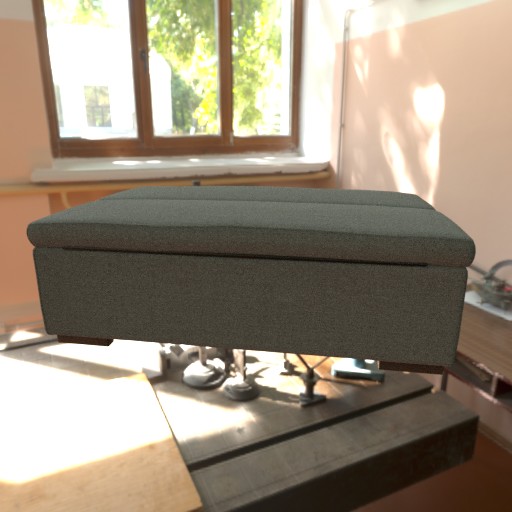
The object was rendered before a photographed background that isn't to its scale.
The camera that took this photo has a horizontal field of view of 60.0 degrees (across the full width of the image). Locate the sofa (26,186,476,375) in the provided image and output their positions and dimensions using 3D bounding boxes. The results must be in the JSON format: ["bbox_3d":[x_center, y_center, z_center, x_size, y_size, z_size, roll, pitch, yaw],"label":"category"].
[{"bbox_3d":[0.000,0.000,1.620,1.250,0.434,0.817,3,17,9],"label":"sofa"}]
